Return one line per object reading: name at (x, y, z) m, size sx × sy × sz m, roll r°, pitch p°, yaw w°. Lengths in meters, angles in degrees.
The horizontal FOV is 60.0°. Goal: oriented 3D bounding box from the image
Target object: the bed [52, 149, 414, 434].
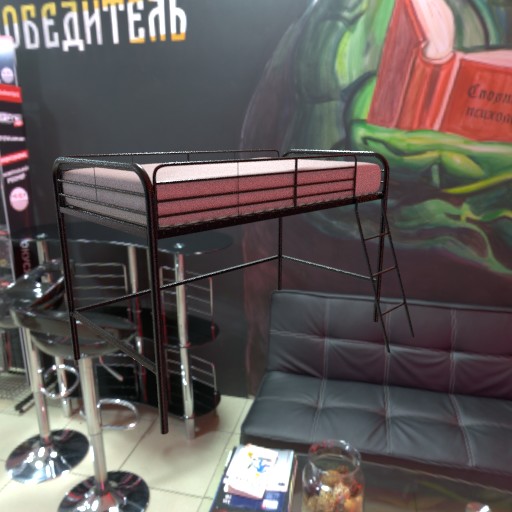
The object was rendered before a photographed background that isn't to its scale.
bed at (0.000, 0.000, 2.890) m, size 1.968 × 1.289 × 1.393 m, roll -14°, pitch 21°, yaw -42°
